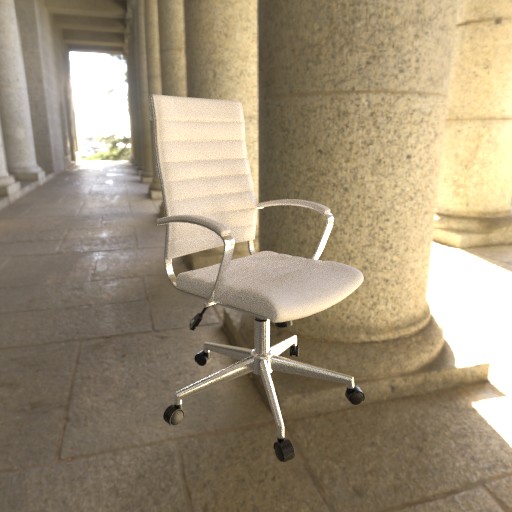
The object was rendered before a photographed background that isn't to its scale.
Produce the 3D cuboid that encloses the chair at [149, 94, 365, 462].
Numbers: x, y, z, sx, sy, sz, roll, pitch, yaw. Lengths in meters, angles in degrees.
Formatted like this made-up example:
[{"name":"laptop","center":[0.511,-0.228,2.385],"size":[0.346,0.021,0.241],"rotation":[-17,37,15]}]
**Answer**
[{"name":"chair","center":[0.000,0.000,1.657],"size":[0.739,1.149,0.766],"rotation":[14,21,42]}]
